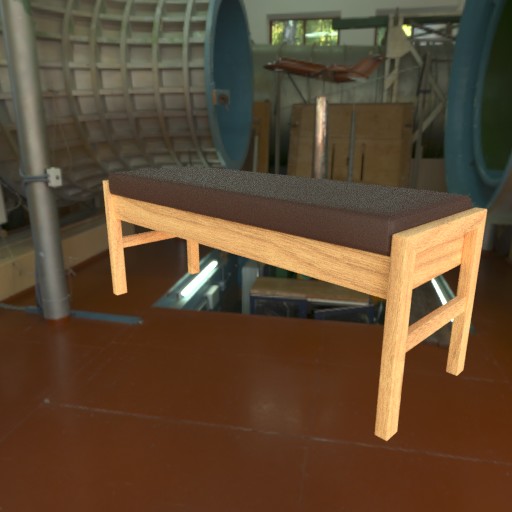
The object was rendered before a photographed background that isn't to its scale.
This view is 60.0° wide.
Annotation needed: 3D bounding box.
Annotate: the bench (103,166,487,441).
[{"bbox_3d":[0.000,0.000,1.413,0.405,0.480,1.200,-16,23,-42],"label":"bench"}]
